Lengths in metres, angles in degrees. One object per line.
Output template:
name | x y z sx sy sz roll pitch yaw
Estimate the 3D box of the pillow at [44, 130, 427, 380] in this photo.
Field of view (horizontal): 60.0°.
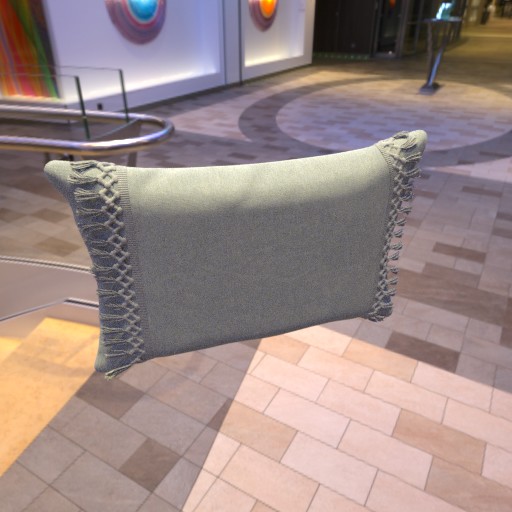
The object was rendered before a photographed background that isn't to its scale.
pillow | 0.000 0.000 0.594 0.466 0.305 0.084 -8 31 -14
